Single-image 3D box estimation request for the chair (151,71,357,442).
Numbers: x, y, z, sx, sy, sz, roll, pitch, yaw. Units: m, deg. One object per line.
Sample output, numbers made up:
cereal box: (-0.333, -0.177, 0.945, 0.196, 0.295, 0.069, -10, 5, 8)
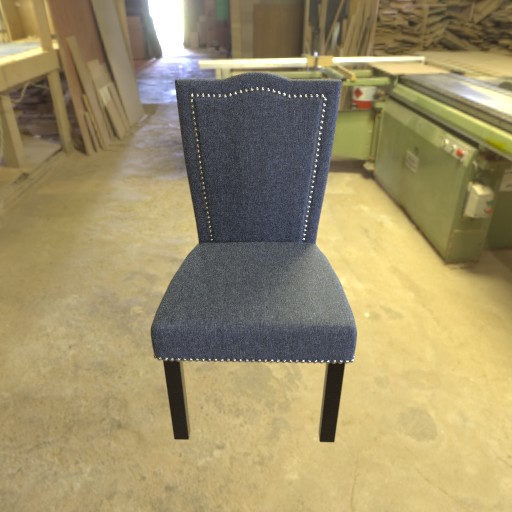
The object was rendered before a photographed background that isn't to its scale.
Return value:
chair: (0.000, 0.000, 1.304, 0.518, 0.946, 0.589, 1, 30, 1)
